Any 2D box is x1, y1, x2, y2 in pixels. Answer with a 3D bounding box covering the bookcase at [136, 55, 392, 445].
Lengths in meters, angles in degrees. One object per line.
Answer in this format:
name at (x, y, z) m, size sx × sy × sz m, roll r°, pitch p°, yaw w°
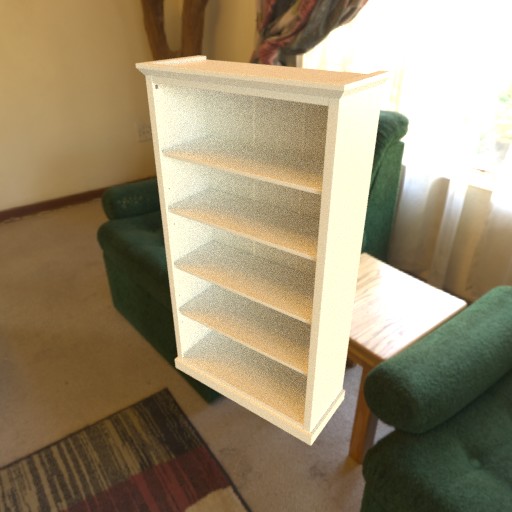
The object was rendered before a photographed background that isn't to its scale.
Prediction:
bookcase at (0.000, 0.000, 2.381) m, size 1.050 × 1.880 × 0.432 m, roll 20°, pitch 35°, yaw 30°
